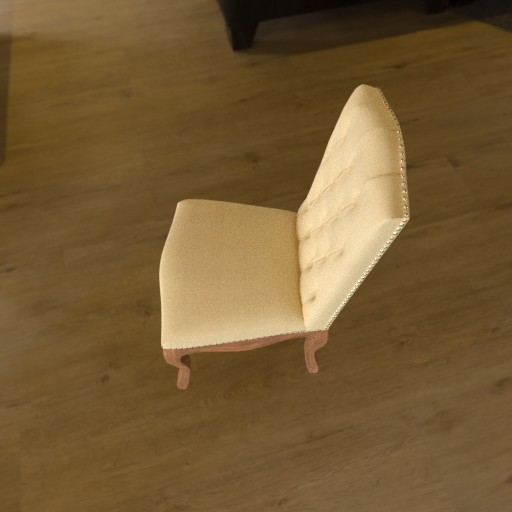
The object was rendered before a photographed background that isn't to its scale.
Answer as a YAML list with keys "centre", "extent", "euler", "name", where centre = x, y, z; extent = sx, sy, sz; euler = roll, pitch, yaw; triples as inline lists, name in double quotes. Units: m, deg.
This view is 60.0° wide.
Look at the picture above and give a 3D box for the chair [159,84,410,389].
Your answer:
- centre: [0.000, 0.000, 1.566]
  extent: [0.715, 1.165, 0.623]
  euler: [0, 58, 0]
  name: "chair"
